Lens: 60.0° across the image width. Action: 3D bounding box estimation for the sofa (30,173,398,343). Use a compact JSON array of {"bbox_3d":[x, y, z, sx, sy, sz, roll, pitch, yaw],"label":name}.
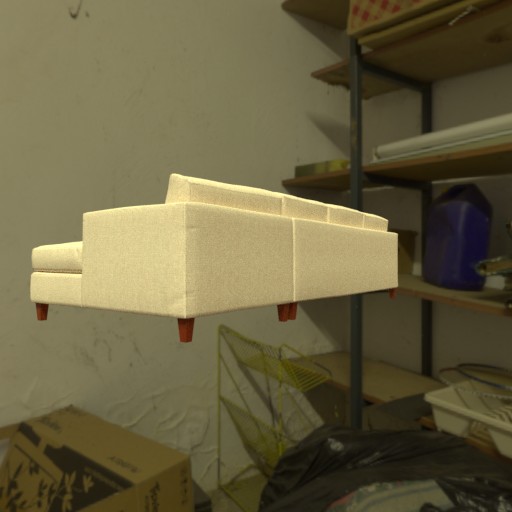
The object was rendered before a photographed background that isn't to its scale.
[{"bbox_3d":[0.000,0.000,4.165,1.603,0.954,3.471,0,-1,36],"label":"sofa"}]
